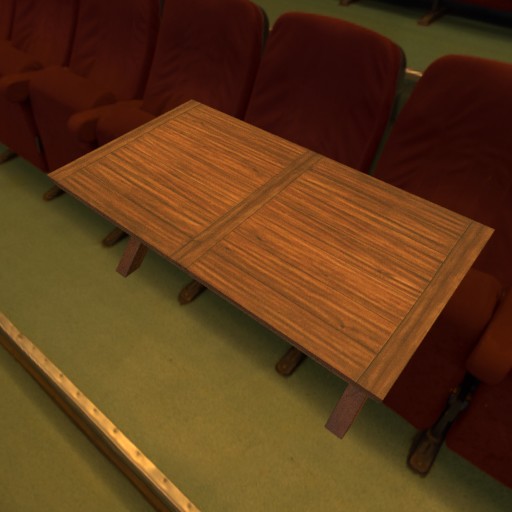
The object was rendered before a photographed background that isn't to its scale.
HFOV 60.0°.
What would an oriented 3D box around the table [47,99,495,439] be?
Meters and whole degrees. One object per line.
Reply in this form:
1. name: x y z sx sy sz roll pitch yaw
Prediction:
1. table: 0.000 0.000 2.471 1.966 0.793 1.071 31 54 26
